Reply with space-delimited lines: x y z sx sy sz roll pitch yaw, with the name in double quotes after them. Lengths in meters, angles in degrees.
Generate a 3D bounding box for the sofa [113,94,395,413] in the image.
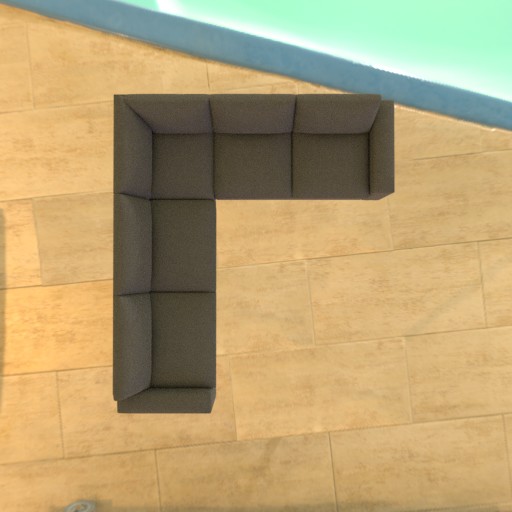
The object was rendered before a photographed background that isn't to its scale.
0.000 0.000 4.744 2.895 0.965 3.277 0 89 0 "sofa"
